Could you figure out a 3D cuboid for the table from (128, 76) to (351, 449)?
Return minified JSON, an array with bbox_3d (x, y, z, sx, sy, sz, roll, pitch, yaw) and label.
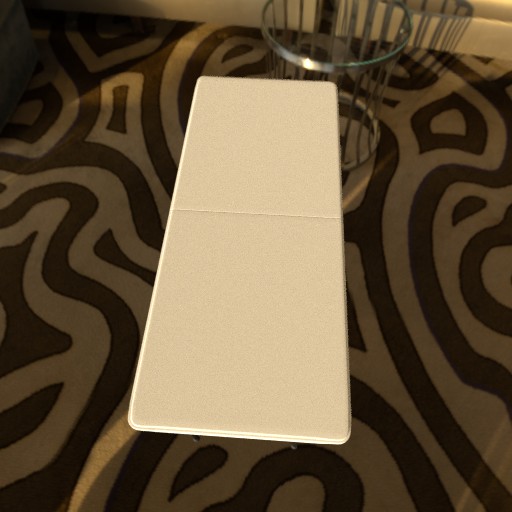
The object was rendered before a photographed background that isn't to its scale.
[{"bbox_3d":[0.000,0.000,2.247,0.761,0.719,1.829,3,59,2],"label":"table"}]
